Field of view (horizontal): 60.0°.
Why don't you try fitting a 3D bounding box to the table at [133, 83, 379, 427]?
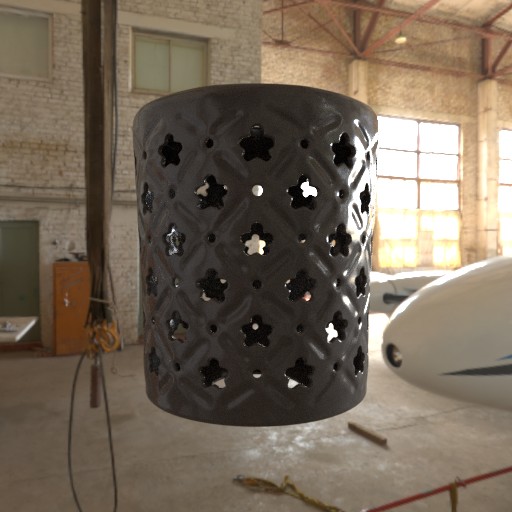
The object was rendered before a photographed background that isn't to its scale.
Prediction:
[{"bbox_3d":[0.000,0.000,0.653,0.352,0.387,0.352,0,0,0],"label":"table"}]
